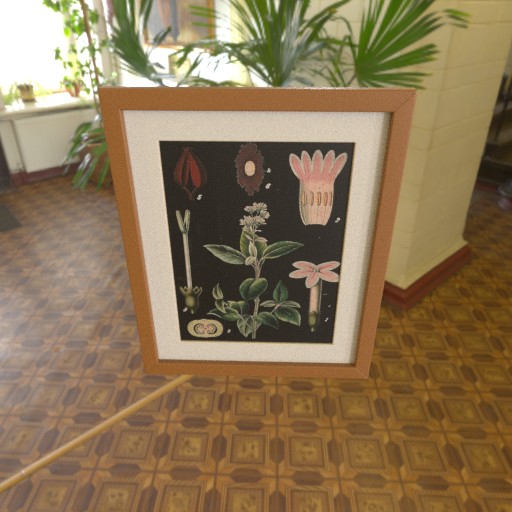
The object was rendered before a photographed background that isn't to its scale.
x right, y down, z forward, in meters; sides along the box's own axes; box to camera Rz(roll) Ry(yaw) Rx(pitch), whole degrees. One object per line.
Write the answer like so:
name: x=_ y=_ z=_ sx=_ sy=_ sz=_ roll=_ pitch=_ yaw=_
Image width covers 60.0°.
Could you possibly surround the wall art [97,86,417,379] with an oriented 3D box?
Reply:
wall art: x=0.000 y=0.000 z=0.527 sx=0.310 sy=0.379 sz=0.015 roll=1 pitch=30 yaw=2
